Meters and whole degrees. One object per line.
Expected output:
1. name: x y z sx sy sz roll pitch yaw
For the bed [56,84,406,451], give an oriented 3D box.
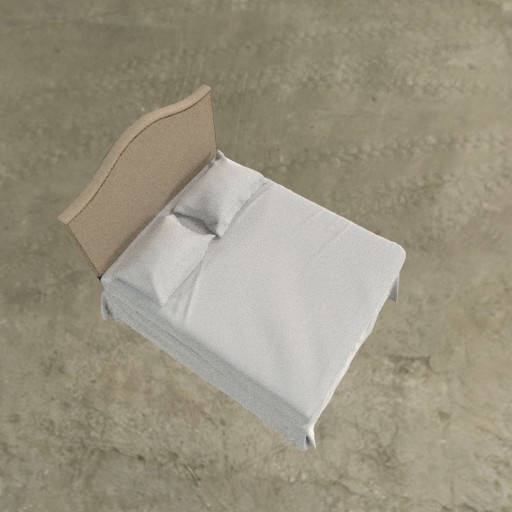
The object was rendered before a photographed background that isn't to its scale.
1. bed: 0.000 0.000 3.464 2.221 1.645 1.876 30 64 16
